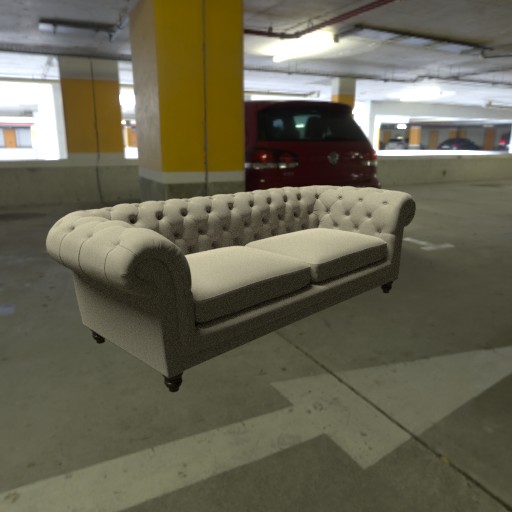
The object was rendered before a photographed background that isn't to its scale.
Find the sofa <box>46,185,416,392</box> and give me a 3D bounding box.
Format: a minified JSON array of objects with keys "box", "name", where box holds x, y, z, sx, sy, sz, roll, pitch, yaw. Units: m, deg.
[{"box":[0.000,0.000,2.827,0.991,0.749,2.411,14,20,43],"name":"sofa"}]
